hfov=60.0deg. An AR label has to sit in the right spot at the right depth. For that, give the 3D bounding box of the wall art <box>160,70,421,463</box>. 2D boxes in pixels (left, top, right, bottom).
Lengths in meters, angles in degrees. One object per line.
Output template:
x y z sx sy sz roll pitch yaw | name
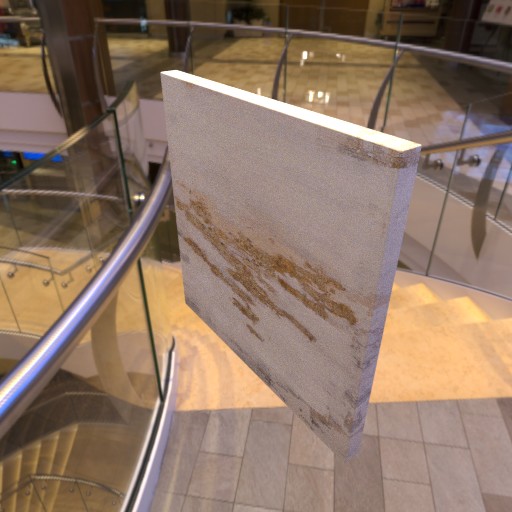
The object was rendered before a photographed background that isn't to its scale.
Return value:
0.000 0.000 0.892 0.040 0.613 0.611 -22 39 -31 | wall art
